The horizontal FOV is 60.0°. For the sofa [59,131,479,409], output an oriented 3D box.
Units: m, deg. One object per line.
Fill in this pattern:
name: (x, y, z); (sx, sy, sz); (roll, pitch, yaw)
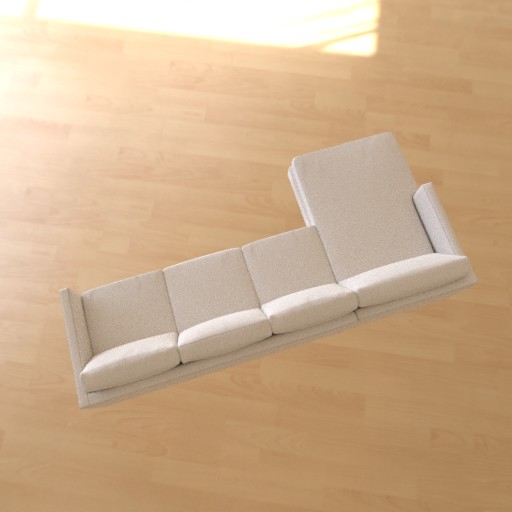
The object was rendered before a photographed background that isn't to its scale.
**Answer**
sofa: (0.000, 0.000, 3.801); (3.186, 0.846, 1.625); (-16, 74, -5)
